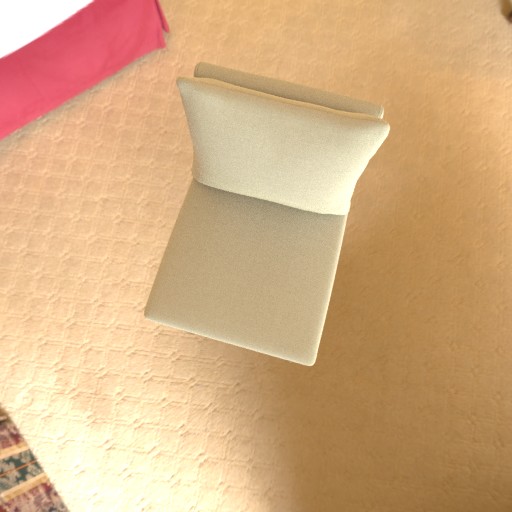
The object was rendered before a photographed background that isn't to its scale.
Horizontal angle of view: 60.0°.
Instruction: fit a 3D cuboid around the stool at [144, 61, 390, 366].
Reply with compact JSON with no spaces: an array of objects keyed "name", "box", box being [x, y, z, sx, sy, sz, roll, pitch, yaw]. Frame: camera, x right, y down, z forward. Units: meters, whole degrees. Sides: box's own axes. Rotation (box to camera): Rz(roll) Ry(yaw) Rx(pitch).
[{"name":"stool","box":[0.000,0.000,1.384,0.463,1.125,0.572,15,77,4]}]
